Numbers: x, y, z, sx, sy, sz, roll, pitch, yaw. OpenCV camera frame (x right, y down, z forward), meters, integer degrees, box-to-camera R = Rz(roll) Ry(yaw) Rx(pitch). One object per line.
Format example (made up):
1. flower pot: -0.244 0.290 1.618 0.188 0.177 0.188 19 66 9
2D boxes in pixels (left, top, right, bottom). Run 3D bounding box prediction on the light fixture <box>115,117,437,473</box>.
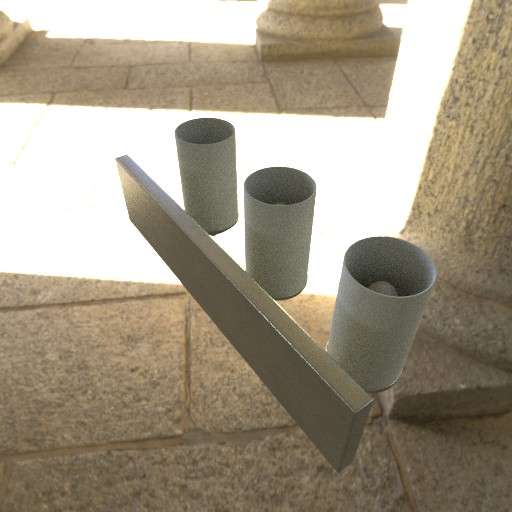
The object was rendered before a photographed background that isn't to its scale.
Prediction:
1. light fixture: 0.000 0.000 0.520 0.145 0.172 0.451 -25 48 -26
